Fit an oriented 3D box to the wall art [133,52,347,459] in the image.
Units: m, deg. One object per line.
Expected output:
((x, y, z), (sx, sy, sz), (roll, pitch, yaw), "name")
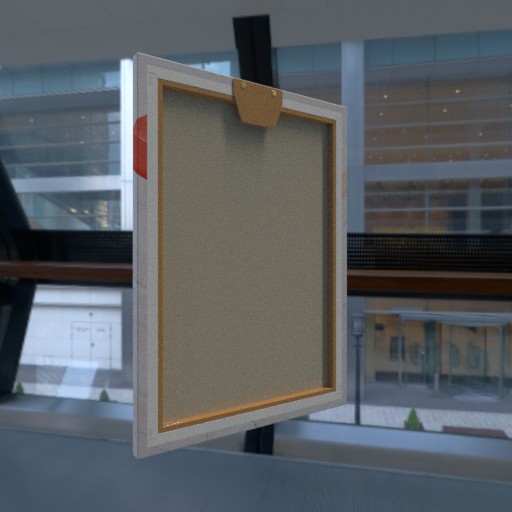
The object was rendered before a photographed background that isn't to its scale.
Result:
((0.000, 0.000, 1.103), (0.613, 0.848, 0.036), (0, 0, -34), "wall art")
